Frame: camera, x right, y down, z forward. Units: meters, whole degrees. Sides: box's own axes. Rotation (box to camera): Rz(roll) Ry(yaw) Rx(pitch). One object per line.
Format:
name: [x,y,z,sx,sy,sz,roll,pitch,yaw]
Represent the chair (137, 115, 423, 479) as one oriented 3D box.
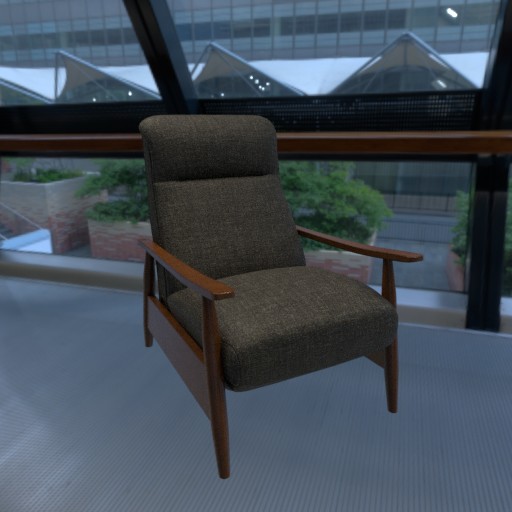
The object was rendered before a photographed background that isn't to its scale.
chair: [0.000,0.000,1.776,0.762,1.082,1.014,-9,19,-26]
